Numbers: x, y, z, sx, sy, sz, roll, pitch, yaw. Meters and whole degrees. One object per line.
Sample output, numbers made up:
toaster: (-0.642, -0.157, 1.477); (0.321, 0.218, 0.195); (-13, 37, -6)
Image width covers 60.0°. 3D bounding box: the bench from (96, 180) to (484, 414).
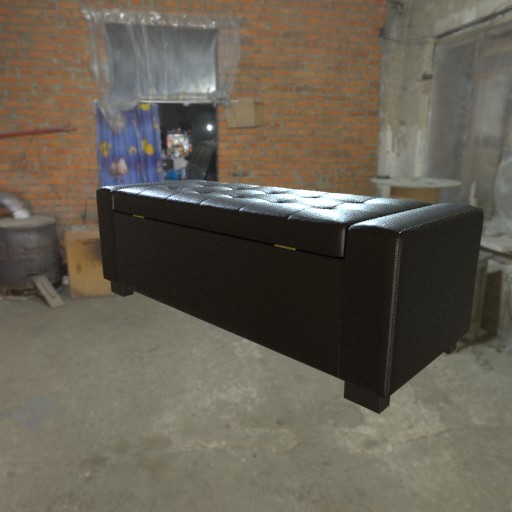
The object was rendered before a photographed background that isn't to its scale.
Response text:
bench: (0.000, 0.000, 1.541); (1.296, 0.445, 0.508); (14, 20, 42)
